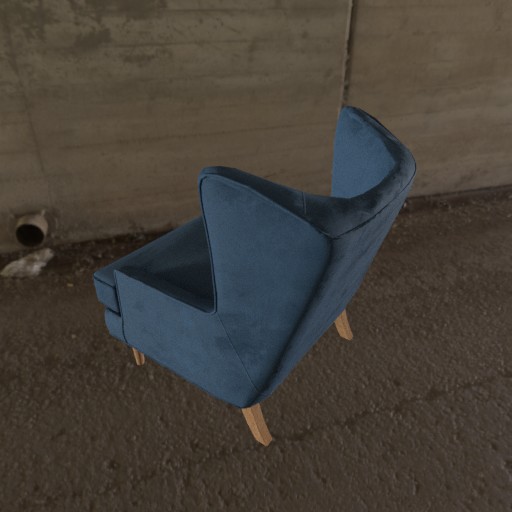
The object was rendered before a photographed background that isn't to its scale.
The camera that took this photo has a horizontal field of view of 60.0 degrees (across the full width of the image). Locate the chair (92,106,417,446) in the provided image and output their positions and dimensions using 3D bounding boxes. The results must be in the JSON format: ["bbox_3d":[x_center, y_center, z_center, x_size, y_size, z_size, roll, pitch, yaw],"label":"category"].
[{"bbox_3d":[0.000,0.000,1.598,0.910,0.952,0.793,21,37,30],"label":"chair"}]
